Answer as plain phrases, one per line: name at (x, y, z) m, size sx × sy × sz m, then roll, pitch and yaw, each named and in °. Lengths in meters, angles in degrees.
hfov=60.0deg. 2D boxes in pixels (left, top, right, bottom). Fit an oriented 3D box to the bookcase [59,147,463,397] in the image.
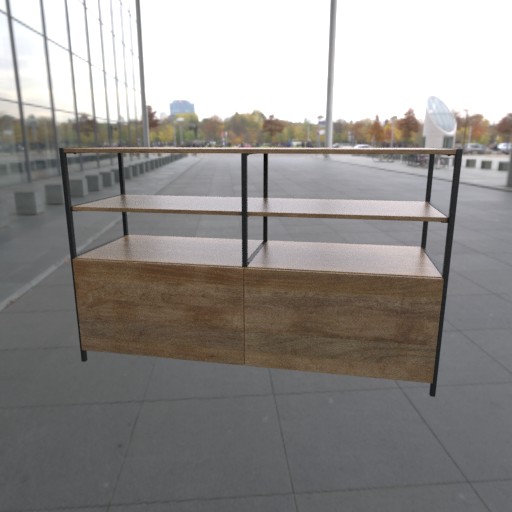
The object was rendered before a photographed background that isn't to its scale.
bookcase at (0.000, 0.000, 1.500) m, size 1.149 × 0.712 × 0.391 m, roll 3°, pitch 15°, yaw 11°
